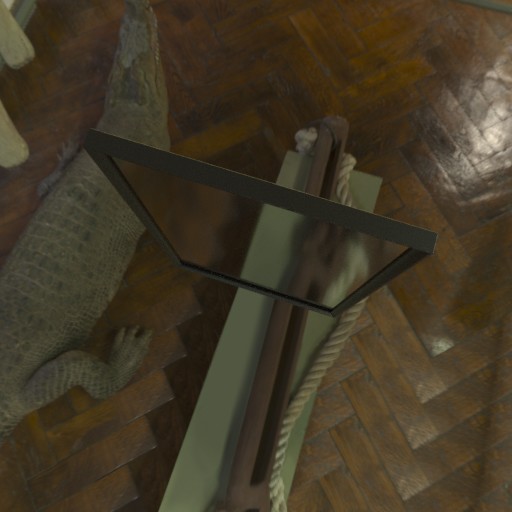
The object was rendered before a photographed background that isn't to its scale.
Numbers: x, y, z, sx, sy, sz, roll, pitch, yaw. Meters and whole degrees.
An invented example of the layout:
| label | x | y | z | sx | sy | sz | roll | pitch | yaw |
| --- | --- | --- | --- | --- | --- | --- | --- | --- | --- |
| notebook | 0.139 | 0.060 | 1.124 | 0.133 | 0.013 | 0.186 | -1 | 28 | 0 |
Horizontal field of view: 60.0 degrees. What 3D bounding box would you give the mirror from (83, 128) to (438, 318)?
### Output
| label | x | y | z | sx | sy | sz | roll | pitch | yaw |
| --- | --- | --- | --- | --- | --- | --- | --- | --- | --- |
| mirror | 0.000 | 0.000 | 1.178 | 0.609 | 0.915 | 0.041 | 18 | 76 | 4 |
